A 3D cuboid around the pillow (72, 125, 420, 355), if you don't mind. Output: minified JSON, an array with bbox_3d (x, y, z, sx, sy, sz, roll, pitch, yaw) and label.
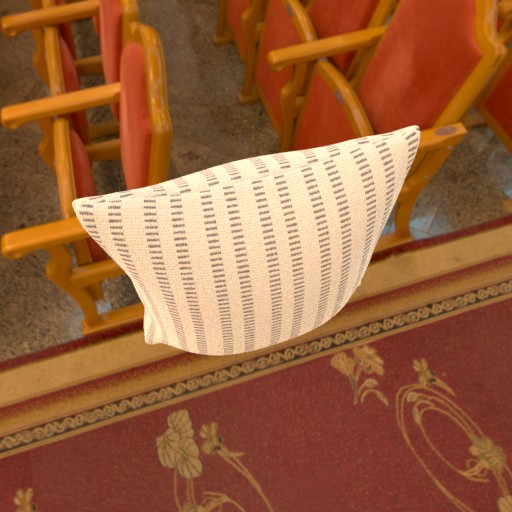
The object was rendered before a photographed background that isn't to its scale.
[{"bbox_3d":[0.000,0.000,0.701,0.438,0.419,0.247,-14,60,-8],"label":"pillow"}]
